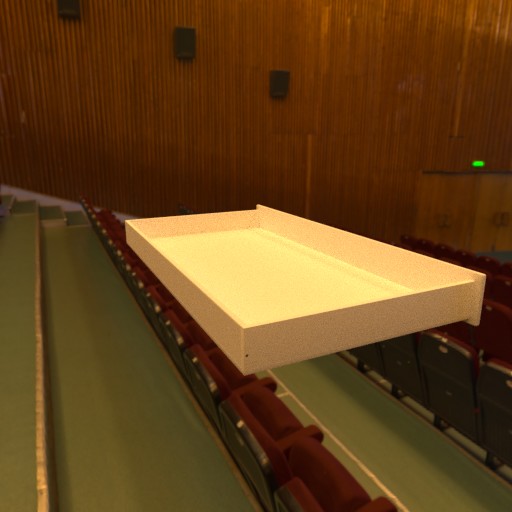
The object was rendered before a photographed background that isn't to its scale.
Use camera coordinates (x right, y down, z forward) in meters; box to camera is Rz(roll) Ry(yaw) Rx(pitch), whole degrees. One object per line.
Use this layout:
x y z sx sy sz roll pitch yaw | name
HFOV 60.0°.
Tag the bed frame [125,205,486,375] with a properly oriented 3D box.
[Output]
0.000 0.000 1.566 0.670 0.141 1.300 -7 17 -25 | bed frame
